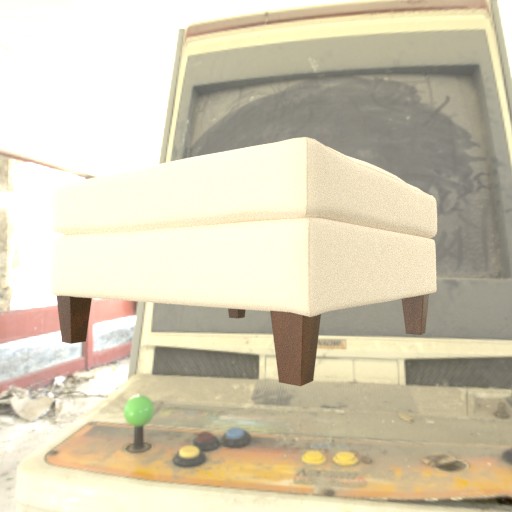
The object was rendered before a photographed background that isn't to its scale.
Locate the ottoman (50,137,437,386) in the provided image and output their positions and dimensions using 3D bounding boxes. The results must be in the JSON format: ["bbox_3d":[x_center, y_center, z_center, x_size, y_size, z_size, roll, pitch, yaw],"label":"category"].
[{"bbox_3d":[0.000,0.000,1.312,0.838,0.479,0.838,-1,-2,36],"label":"ottoman"}]
